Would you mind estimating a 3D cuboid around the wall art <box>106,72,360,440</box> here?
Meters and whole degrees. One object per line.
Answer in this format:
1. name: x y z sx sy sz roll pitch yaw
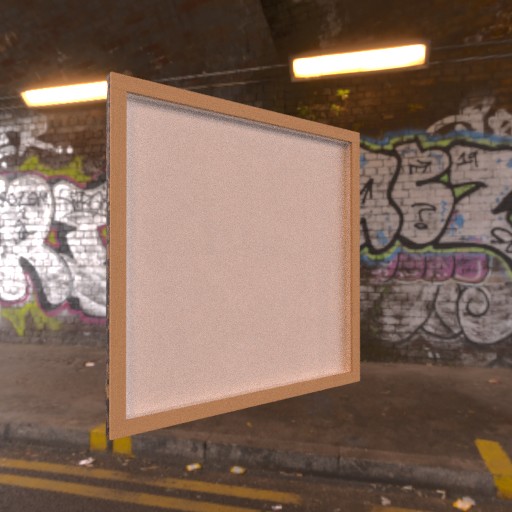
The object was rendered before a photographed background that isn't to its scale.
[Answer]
1. wall art: 0.000 0.000 1.377 0.914 0.914 0.038 0 -1 -36
